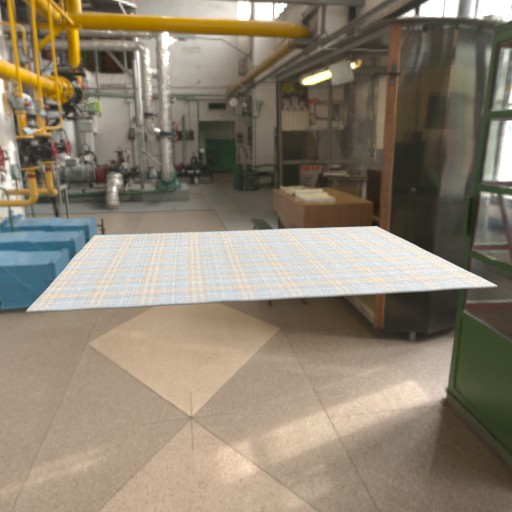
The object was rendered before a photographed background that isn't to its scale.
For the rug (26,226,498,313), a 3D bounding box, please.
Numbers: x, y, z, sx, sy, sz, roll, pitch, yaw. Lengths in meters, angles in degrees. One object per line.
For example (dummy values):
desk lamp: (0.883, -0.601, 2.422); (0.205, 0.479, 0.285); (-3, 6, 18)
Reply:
rug: (0.000, 0.000, 2.273); (1.835, 0.012, 1.231); (-2, 16, -8)
